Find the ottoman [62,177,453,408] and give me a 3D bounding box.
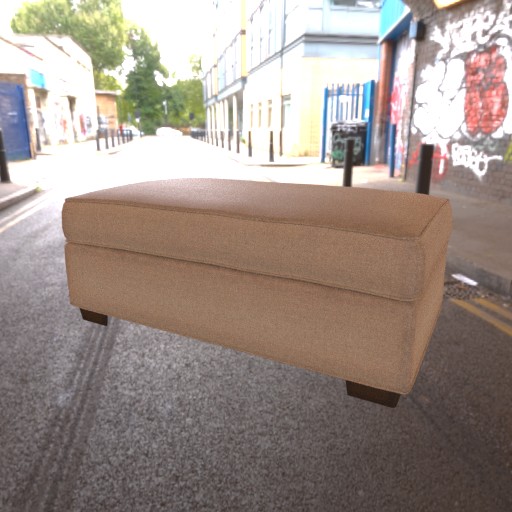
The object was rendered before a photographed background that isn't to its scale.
[{"bbox_3d":[0.000,0.000,1.432,1.097,0.448,0.617,9,18,27],"label":"ottoman"}]
